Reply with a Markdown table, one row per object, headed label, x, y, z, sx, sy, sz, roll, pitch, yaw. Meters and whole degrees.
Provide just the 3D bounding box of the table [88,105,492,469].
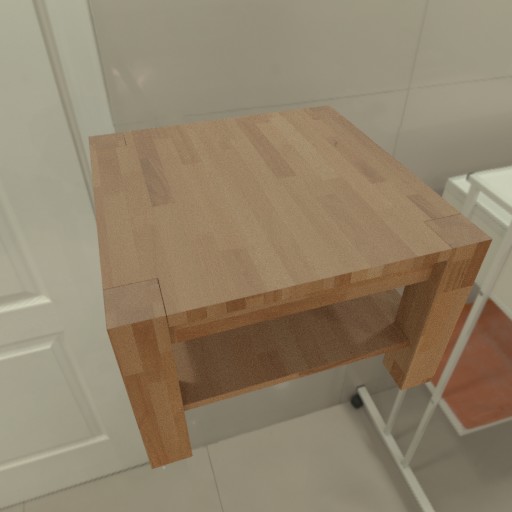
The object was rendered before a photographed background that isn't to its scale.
| label | x | y | z | sx | sy | sz | roll | pitch | yaw |
| --- | --- | --- | --- | --- | --- | --- | --- | --- | --- |
| table | 0.000 | 0.000 | 1.142 | 0.700 | 0.451 | 0.700 | -12 | 41 | -14 |
